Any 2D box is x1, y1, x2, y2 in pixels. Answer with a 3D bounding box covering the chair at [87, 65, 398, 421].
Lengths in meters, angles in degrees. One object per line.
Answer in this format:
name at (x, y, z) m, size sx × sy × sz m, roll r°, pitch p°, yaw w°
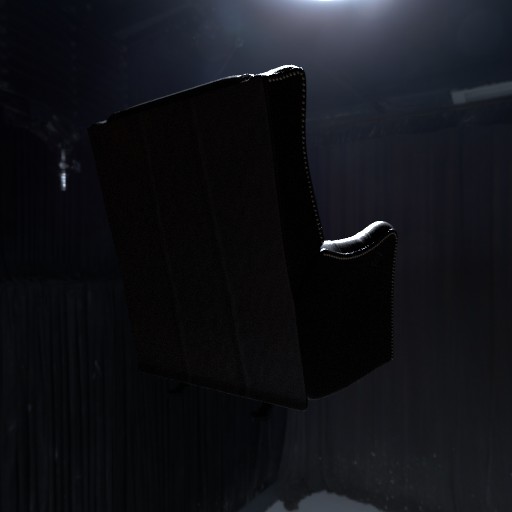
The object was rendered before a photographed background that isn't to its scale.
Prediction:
chair at (0.000, 0.000, 1.793) m, size 0.869 × 1.084 × 1.008 m, roll 0°, pitch 0°, yaw 37°
